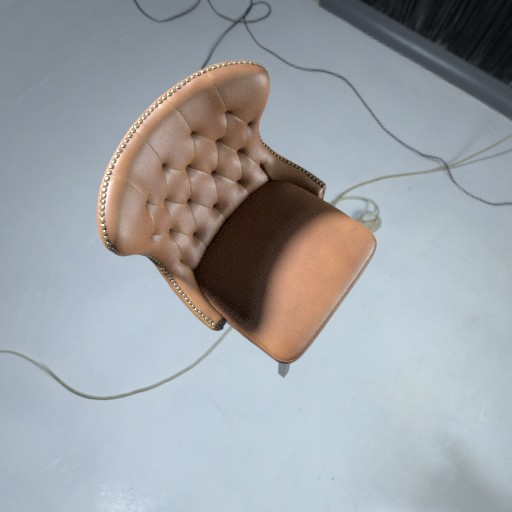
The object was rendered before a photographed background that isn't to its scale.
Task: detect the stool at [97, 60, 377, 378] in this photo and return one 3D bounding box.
[{"bbox_3d":[0.000,0.000,1.328,0.593,0.971,0.528,36,77,9],"label":"stool"}]
